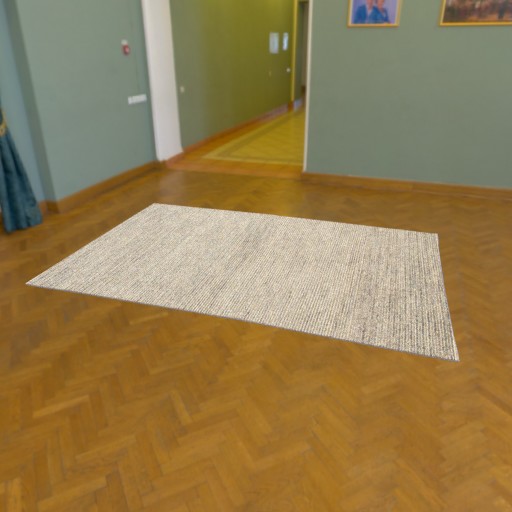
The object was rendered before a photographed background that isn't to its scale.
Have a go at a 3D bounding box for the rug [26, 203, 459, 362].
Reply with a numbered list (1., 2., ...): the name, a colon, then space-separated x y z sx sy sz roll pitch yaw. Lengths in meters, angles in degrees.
1. rug: 0.000 0.000 2.238 1.804 0.022 1.162 8 27 16
